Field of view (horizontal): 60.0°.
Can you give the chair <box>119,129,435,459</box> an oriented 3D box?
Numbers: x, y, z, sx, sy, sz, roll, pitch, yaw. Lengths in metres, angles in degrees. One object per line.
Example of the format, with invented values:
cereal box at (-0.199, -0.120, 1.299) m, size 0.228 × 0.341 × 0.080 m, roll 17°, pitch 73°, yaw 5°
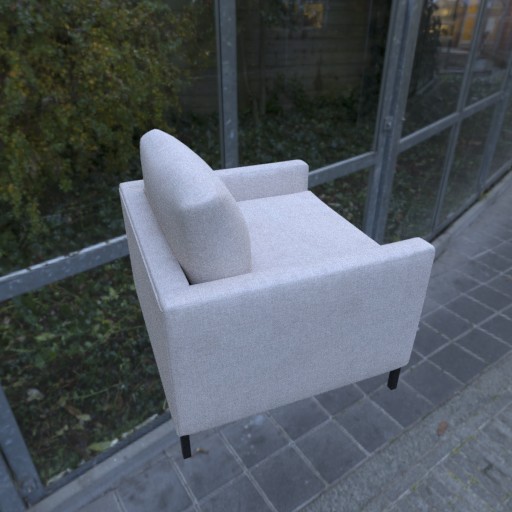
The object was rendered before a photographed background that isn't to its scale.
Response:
chair at (0.000, 0.000, 1.692) m, size 0.866 × 0.861 × 0.963 m, roll -11°, pitch 32°, yaw -18°
